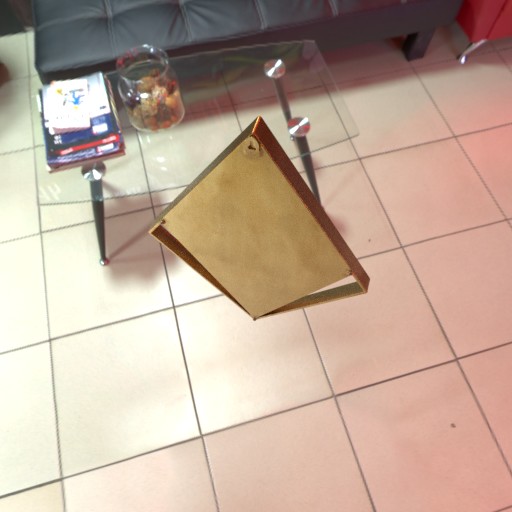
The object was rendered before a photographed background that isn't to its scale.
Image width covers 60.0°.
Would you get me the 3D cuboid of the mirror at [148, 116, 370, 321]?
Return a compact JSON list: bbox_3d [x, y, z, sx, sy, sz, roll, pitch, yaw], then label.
[{"bbox_3d":[0.000,0.000,0.815,0.419,0.679,0.032,15,65,7],"label":"mirror"}]
